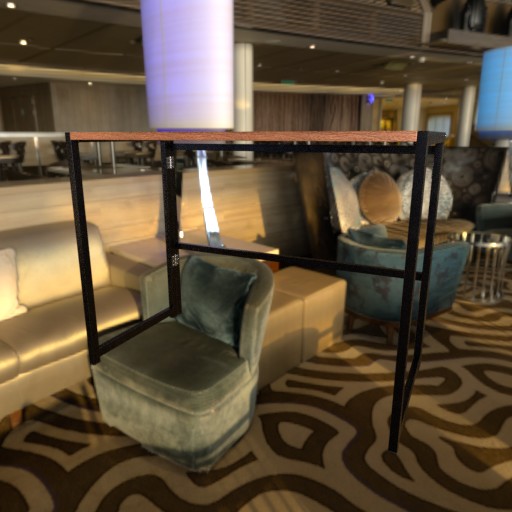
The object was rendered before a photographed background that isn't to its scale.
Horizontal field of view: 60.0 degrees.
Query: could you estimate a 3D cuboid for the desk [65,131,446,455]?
[{"bbox_3d":[0.000,0.000,1.415,1.016,0.762,0.508,7,17,25],"label":"desk"}]
